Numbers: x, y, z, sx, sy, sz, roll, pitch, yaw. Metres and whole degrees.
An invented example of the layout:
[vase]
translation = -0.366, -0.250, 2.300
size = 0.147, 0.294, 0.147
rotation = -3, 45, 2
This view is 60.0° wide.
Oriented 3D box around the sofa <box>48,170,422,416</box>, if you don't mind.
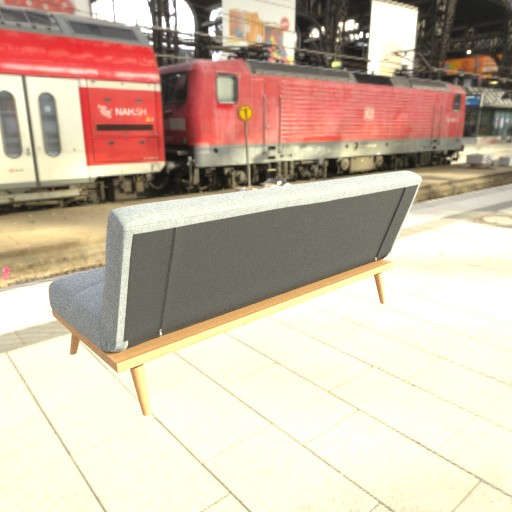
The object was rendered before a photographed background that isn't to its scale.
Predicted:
[sofa]
translation = 0.000, 0.000, 2.264
size = 1.820, 0.800, 0.800
rotation = -14, 22, -40
